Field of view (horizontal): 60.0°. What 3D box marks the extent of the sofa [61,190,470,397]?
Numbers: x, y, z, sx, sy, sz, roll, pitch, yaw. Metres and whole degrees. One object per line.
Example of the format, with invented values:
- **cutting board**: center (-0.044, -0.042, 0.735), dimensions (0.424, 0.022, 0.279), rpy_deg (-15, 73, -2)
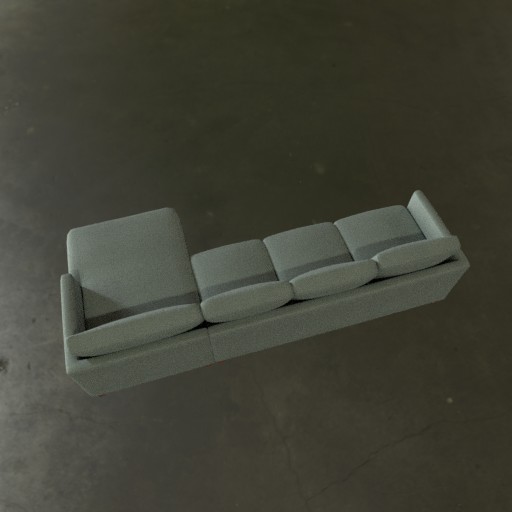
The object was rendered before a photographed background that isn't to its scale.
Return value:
- **sofa**: center (0.000, 0.000, 4.205), dimensions (3.471, 0.950, 1.604), rpy_deg (-14, 58, -9)
